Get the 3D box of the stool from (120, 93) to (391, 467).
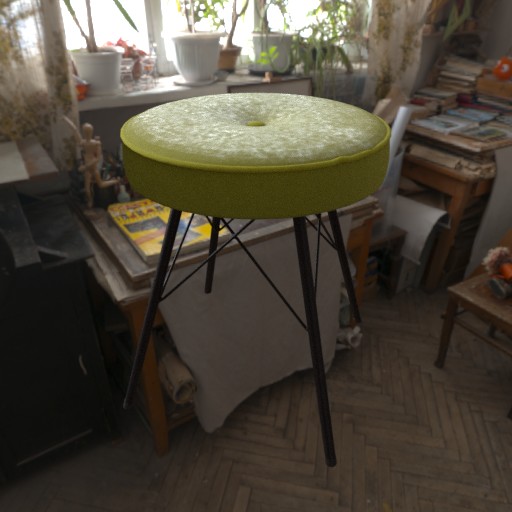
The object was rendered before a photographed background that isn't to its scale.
[{"bbox_3d":[0.000,0.000,0.808,0.409,0.508,0.409,9,33,15],"label":"stool"}]
